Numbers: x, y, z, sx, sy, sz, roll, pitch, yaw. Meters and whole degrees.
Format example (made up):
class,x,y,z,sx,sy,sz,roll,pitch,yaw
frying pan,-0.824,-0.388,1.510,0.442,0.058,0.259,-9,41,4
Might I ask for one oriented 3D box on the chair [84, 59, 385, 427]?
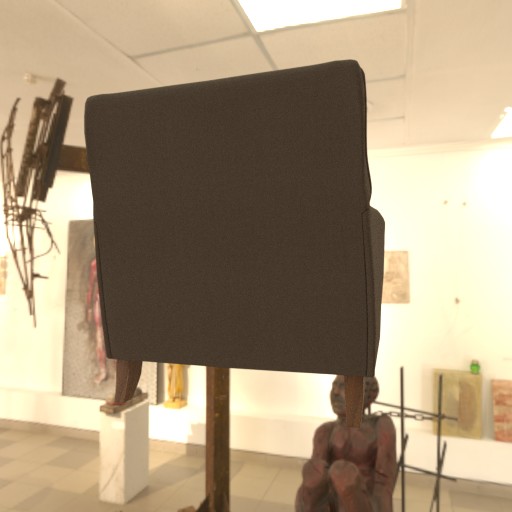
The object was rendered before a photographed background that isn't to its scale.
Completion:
class,x,y,z,sx,sy,sz,roll,pitch,yaw
chair,0.000,0.000,1.524,0.836,0.911,0.831,-1,-2,18
